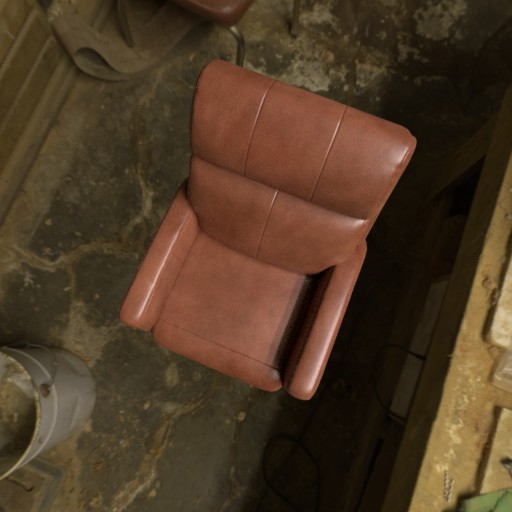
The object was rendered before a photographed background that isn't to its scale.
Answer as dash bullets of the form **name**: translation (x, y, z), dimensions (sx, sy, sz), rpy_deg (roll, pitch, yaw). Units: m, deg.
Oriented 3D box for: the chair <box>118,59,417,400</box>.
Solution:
- **chair**: translation (0.000, 0.000, 1.716), dimensions (0.787, 1.016, 0.939), rpy_deg (22, 79, 5)
